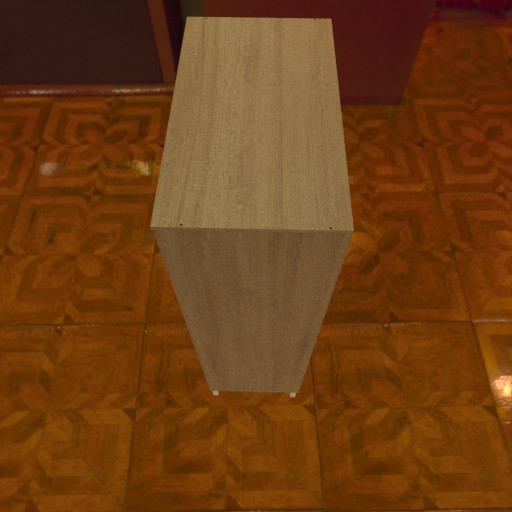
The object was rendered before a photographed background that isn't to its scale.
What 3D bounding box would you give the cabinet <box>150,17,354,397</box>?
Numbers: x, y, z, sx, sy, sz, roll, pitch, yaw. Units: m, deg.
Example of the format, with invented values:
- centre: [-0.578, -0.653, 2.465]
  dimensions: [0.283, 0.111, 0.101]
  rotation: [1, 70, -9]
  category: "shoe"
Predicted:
- centre: [0.000, 0.000, 2.357]
  dimensions: [0.571, 1.999, 1.006]
  rotation: [1, 59, 1]
  category: "cabinet"
